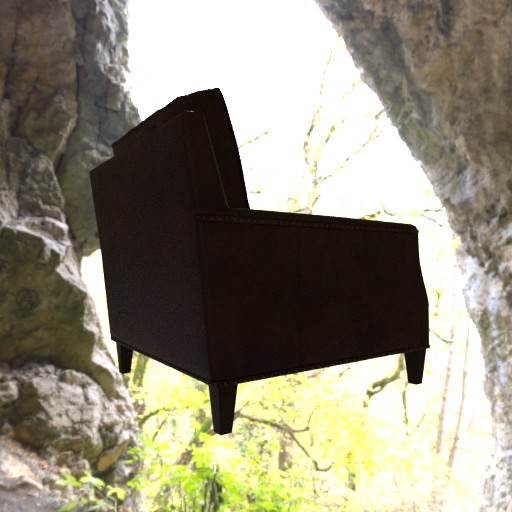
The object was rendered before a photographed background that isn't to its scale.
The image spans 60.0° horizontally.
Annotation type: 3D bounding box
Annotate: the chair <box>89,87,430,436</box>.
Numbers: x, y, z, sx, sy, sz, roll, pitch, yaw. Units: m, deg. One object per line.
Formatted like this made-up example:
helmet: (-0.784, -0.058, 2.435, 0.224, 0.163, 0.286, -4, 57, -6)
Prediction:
chair: (0.000, 0.000, 1.681, 1.014, 0.929, 0.853, 1, -1, -35)
